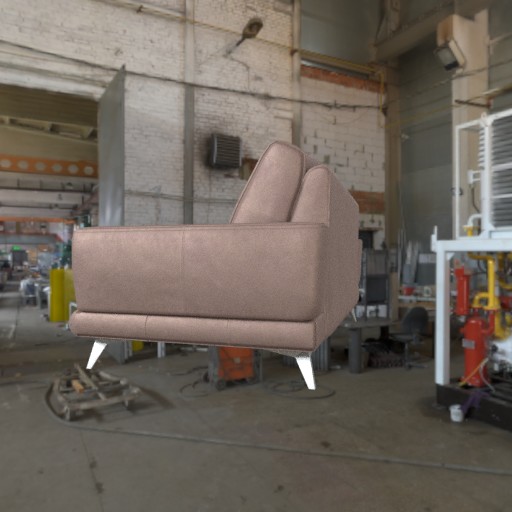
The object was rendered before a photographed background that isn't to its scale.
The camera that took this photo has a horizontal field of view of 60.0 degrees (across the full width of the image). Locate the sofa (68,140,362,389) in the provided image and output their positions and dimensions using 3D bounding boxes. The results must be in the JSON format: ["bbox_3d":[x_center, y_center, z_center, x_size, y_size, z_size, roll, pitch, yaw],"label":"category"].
[{"bbox_3d":[0.000,0.000,2.427,1.018,0.907,1.806,0,0,18],"label":"sofa"}]
